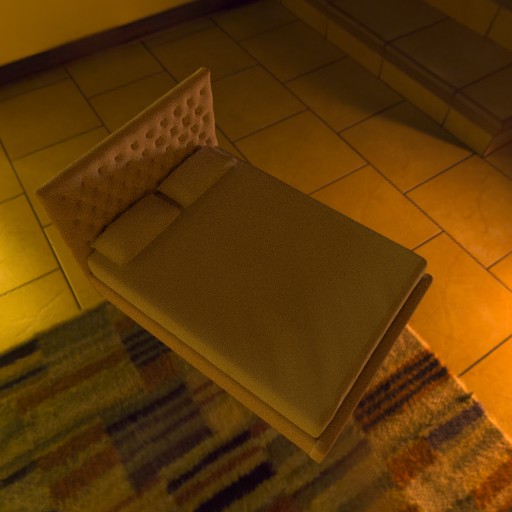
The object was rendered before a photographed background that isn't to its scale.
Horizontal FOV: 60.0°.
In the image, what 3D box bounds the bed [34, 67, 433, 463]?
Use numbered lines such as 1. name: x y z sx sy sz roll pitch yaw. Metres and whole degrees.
1. bed: 0.000 0.000 3.407 2.387 1.427 1.698 32 62 19
